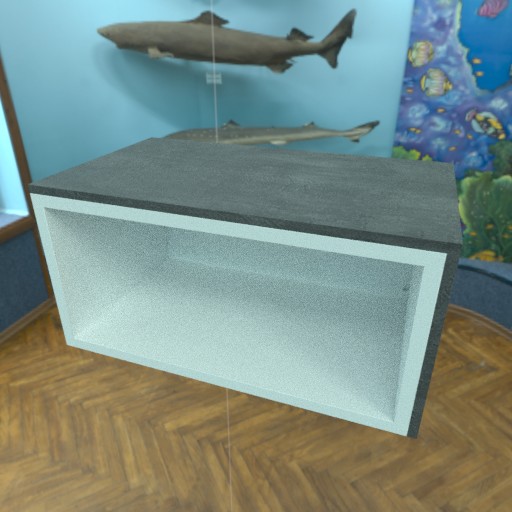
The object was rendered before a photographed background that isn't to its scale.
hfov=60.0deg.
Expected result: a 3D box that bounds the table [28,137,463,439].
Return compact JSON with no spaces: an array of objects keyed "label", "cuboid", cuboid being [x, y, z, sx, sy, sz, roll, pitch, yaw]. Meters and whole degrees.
[{"label":"table","cuboid":[0.000,0.000,0.911,0.700,0.350,0.400,9,29,18]}]
